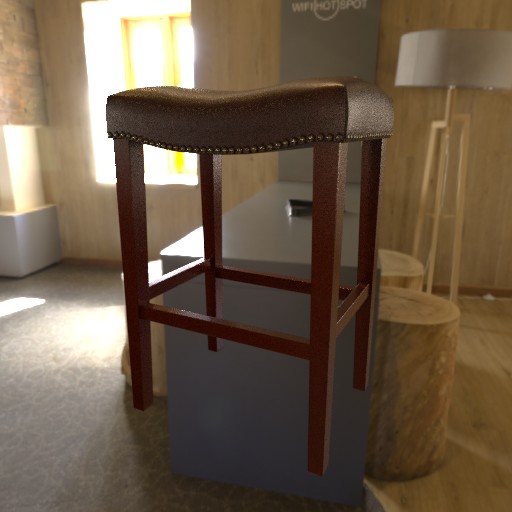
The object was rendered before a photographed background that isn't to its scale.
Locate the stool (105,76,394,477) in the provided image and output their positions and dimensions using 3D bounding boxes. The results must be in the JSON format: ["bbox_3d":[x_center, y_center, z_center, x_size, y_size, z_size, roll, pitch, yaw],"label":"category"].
[{"bbox_3d":[0.000,0.000,1.018,0.504,0.742,0.372,8,18,26],"label":"stool"}]
